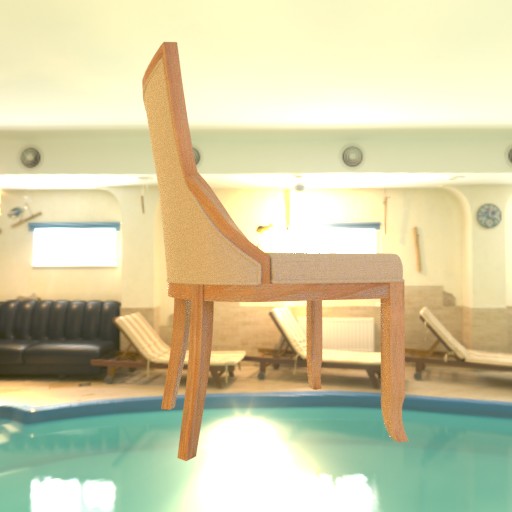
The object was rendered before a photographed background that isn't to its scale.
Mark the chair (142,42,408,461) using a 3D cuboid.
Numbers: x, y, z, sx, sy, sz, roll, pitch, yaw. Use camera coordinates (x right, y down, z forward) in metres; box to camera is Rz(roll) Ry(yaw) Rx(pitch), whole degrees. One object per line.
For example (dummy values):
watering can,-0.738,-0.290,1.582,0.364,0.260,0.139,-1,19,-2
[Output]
chair,0.000,0.000,1.278,0.641,0.947,0.524,0,-1,-18
